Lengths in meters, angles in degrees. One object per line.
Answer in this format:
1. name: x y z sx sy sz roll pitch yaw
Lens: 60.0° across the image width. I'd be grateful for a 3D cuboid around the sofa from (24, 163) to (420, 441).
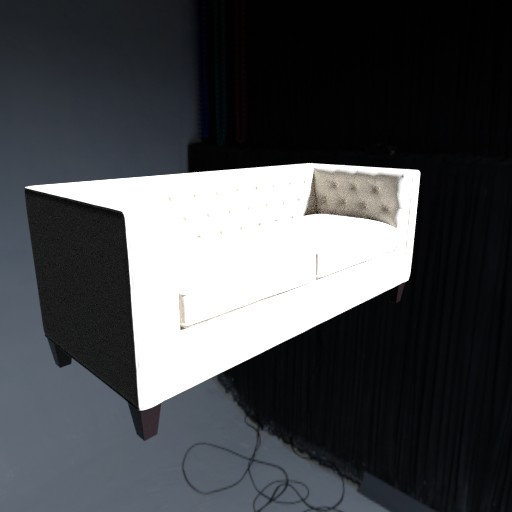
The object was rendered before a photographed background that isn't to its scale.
1. sofa: 0.000 0.000 2.151 0.775 0.762 1.778 15 22 42
